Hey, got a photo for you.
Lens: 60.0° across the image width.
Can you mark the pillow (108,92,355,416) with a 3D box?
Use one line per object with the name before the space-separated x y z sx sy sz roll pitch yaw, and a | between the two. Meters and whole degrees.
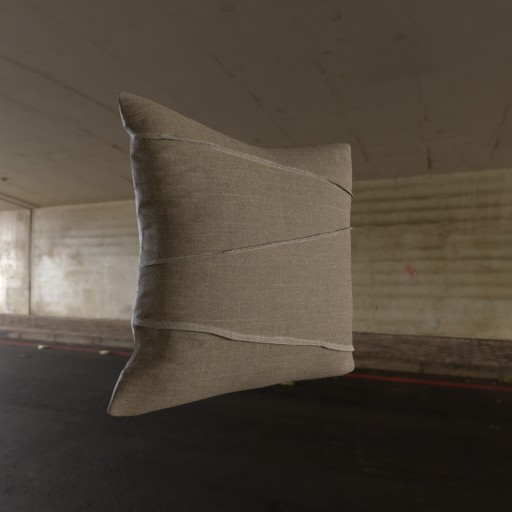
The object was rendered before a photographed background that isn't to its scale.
pillow | 0.000 0.000 0.653 0.424 0.400 0.169 1 -2 -35
